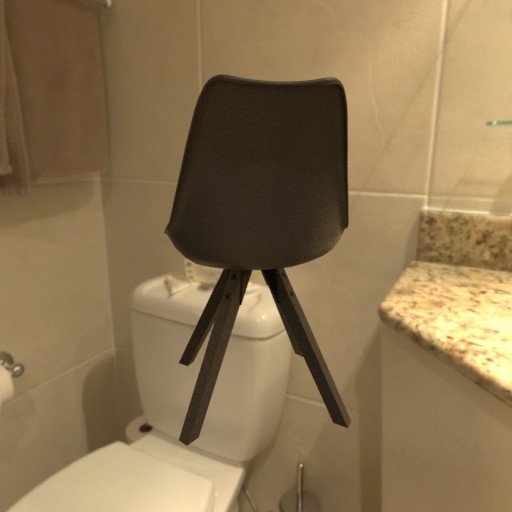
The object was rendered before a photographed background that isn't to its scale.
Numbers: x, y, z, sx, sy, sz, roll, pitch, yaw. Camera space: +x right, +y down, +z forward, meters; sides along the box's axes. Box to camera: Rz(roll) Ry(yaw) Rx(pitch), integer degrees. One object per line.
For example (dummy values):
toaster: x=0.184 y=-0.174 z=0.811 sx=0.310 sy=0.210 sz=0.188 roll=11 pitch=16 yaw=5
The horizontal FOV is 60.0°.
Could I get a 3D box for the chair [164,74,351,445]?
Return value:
chair: x=0.000 y=0.000 z=1.209 sx=0.485 sy=0.850 sz=0.550 roll=-2 pitch=15 yaw=-9
